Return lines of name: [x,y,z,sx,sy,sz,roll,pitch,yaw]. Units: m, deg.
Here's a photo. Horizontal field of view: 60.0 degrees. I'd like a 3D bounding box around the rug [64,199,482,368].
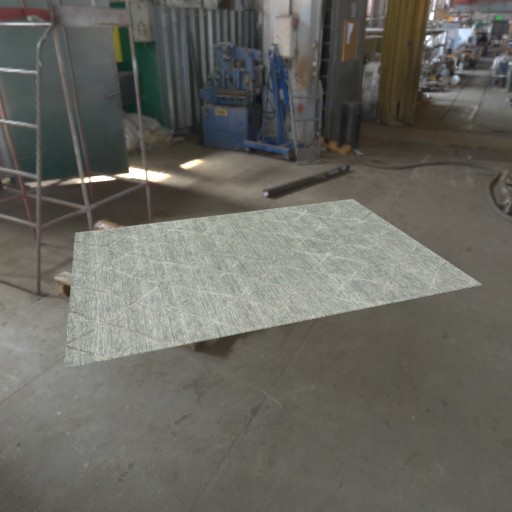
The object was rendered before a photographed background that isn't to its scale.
rug: [0.000,0.000,2.916,2.283,0.006,1.521,-9,29,-16]
